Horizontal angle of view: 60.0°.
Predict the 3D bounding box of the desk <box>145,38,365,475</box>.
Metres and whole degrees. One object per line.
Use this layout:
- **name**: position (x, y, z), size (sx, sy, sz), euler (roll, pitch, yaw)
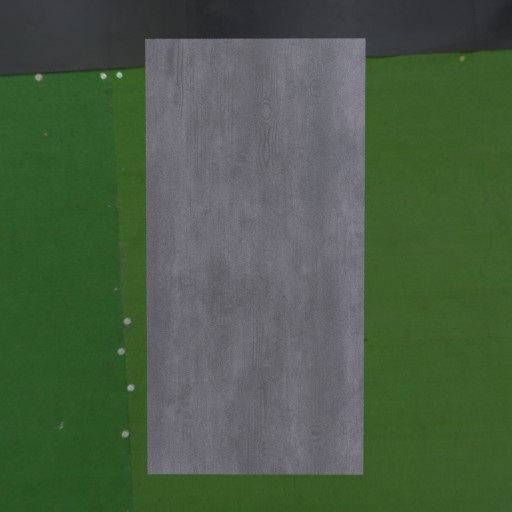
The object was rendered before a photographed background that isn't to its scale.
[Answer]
- **desk**: position (0.000, 0.000, 1.590), size (0.600, 0.740, 1.200), euler (0, 91, 0)
